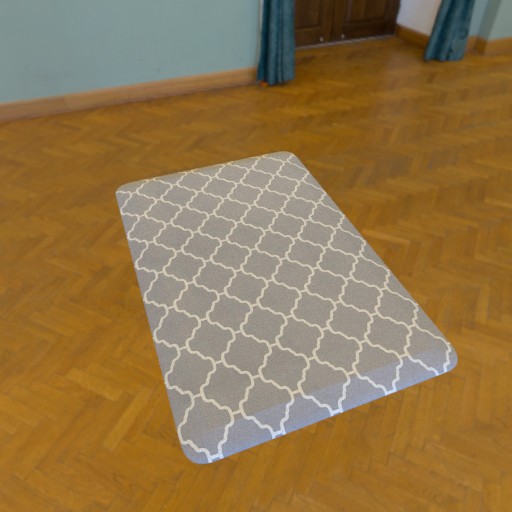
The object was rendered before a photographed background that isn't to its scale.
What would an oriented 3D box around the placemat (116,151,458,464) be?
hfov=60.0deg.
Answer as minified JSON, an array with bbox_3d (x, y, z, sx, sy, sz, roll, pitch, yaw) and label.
[{"bbox_3d":[0.000,0.000,0.968,0.508,0.021,0.762,-15,47,-15],"label":"placemat"}]
